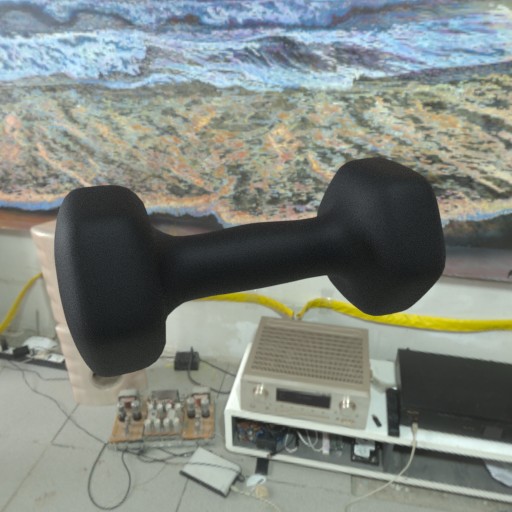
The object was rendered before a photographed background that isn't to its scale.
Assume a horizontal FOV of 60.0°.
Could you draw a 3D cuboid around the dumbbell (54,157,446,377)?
[{"bbox_3d":[0.000,0.000,0.283,0.231,0.101,0.112,-9,29,-16],"label":"dumbbell"}]
